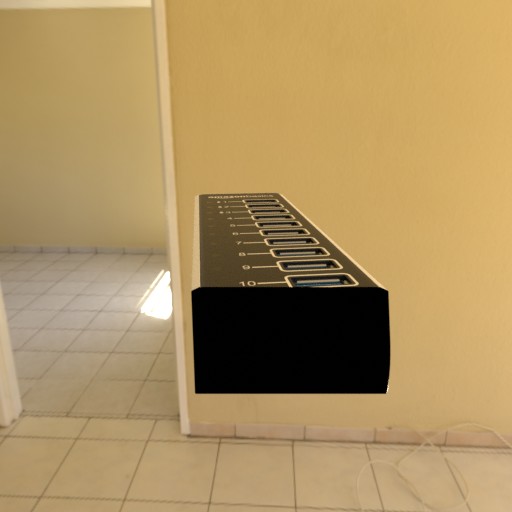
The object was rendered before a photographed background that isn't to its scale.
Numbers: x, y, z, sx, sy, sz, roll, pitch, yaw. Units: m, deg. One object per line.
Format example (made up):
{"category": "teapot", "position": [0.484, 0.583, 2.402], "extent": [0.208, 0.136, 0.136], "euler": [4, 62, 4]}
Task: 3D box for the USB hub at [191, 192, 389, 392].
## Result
{"category": "USB hub", "position": [0.000, 0.000, 0.161], "extent": [0.044, 0.023, 0.145], "euler": [-2, 17, -7]}
